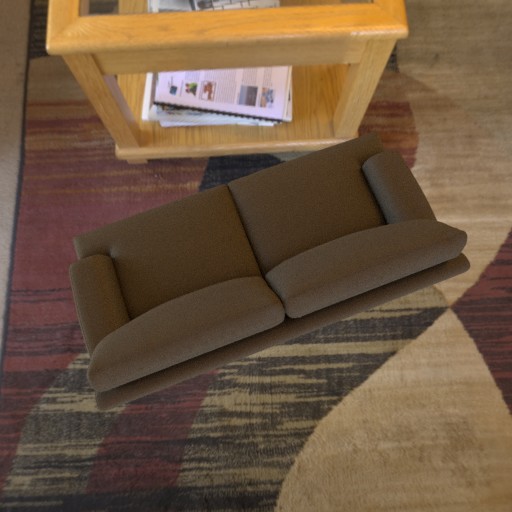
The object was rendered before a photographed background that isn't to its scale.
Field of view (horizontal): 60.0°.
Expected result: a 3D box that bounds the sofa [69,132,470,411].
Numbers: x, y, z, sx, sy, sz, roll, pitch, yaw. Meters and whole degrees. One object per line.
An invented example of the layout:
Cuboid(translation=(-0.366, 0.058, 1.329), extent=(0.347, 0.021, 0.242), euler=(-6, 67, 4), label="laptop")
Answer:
Cuboid(translation=(0.000, 0.000, 2.823), extent=(2.271, 0.950, 1.140), euler=(-20, 77, -5), label="sofa")
